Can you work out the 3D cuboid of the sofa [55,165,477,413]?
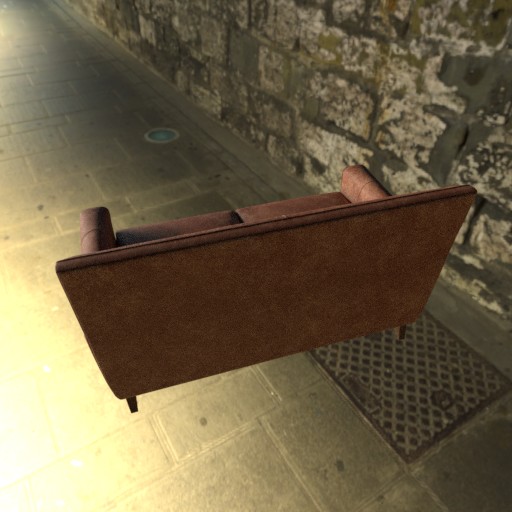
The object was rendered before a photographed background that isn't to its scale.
[{"bbox_3d":[0.000,0.000,2.015,1.473,0.871,0.787,-12,41,-14],"label":"sofa"}]
